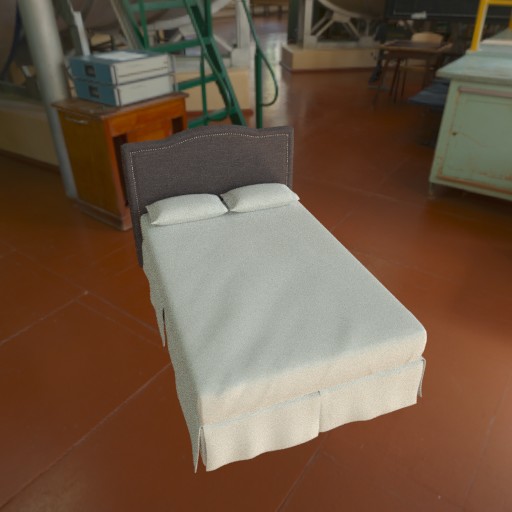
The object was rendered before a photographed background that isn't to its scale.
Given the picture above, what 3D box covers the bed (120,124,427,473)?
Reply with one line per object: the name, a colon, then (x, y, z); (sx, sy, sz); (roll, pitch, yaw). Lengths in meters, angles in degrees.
bed: (0.000, 0.000, 3.603); (1.741, 1.441, 2.507); (-11, 35, -17)
